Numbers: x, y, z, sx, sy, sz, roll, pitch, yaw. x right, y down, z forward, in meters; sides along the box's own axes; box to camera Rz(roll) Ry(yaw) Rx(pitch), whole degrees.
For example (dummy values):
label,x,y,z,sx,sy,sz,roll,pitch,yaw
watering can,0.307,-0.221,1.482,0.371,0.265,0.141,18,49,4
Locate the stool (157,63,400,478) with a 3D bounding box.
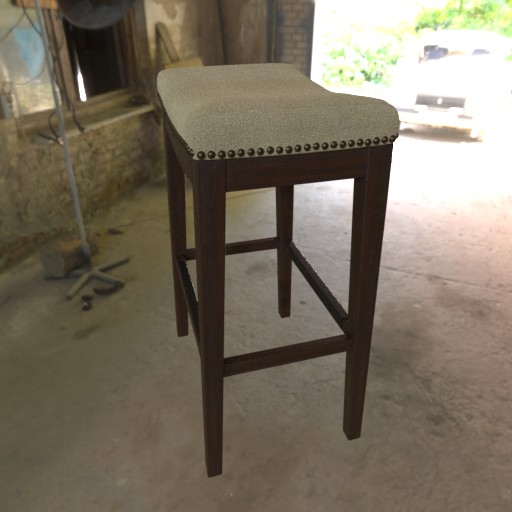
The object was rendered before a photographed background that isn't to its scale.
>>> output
label,x,y,z,sx,sy,sz,roll,pitch,yaw
stool,0.000,0.000,1.015,0.363,0.768,0.509,-8,31,-14
